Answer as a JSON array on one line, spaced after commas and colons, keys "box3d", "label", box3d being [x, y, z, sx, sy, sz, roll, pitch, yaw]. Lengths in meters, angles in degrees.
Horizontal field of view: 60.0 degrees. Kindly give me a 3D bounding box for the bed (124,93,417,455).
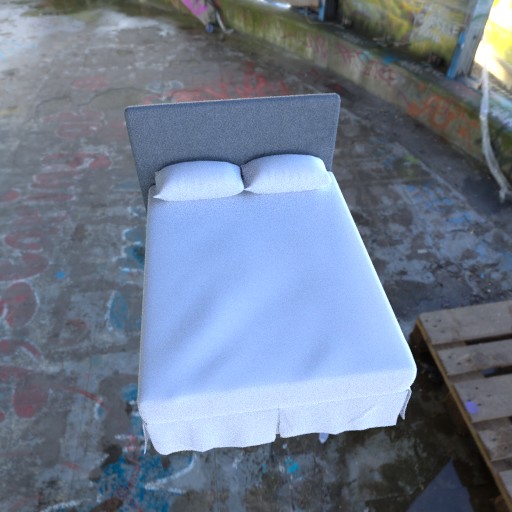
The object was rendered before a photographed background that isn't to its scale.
[{"box3d": [0.000, 0.000, 3.128, 1.723, 1.330, 2.142, -6, 46, -5], "label": "bed"}]
